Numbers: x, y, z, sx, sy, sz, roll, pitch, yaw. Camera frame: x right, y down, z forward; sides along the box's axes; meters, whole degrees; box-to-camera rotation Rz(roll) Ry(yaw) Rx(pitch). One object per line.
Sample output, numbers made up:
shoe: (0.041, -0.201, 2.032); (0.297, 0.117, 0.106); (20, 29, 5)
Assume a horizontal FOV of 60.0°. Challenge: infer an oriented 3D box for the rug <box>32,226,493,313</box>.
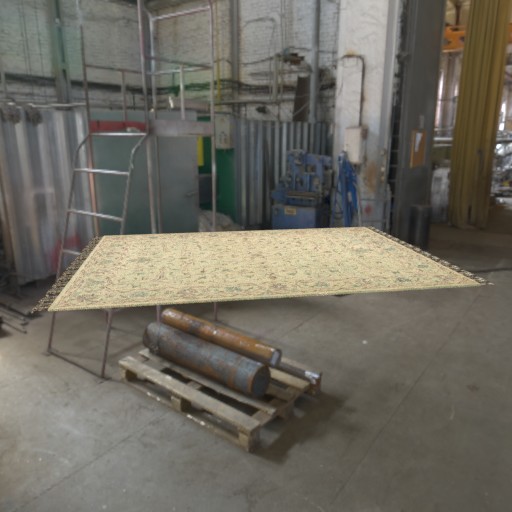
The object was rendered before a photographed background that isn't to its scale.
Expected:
rug: (0.000, 0.000, 2.274); (1.802, 0.008, 1.247); (-2, 15, -9)
